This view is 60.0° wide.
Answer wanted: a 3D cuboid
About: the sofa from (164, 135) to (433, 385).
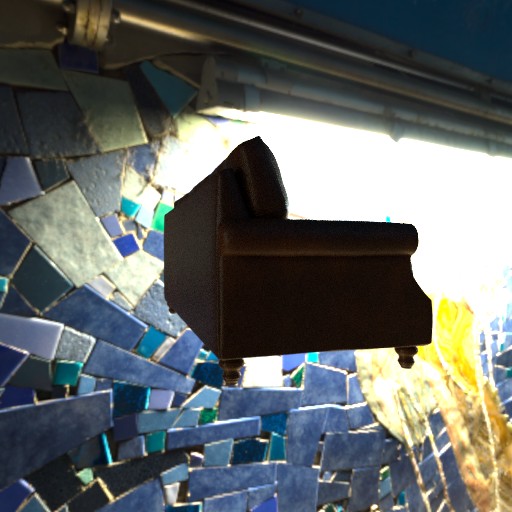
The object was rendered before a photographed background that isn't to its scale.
[{"bbox_3d":[0.000,0.000,2.820,0.973,0.977,2.351,0,1,-17],"label":"sofa"}]
